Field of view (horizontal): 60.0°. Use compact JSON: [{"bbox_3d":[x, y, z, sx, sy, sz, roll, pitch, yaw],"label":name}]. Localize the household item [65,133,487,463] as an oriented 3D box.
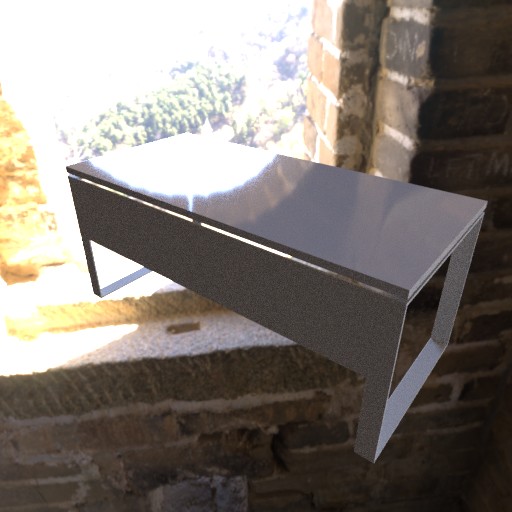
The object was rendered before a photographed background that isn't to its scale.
[{"bbox_3d":[0.000,0.000,2.121,1.700,0.745,0.800,21,36,33],"label":"household item"}]
